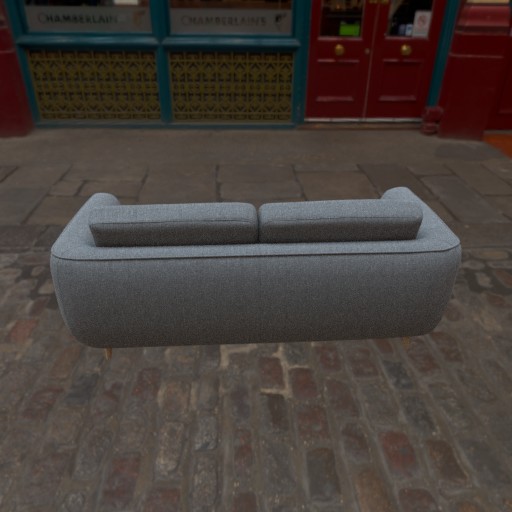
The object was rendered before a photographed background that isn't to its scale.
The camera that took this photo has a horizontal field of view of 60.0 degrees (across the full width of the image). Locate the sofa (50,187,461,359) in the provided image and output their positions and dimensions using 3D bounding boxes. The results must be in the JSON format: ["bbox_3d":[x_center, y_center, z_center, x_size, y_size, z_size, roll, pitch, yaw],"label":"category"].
[{"bbox_3d":[0.000,0.000,2.490,2.000,0.870,0.920,-1,29,-3],"label":"sofa"}]
